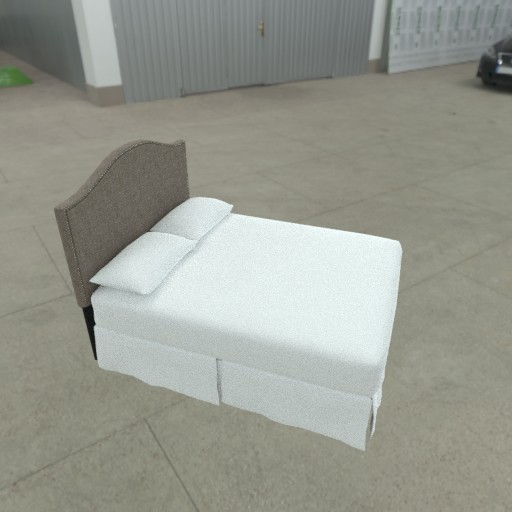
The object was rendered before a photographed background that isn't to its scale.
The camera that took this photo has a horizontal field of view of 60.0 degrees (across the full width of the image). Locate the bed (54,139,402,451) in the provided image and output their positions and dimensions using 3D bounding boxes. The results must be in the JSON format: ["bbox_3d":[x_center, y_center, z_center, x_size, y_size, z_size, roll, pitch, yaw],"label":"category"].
[{"bbox_3d":[0.000,0.000,3.380,2.153,1.518,1.713,10,32,17],"label":"bed"}]
